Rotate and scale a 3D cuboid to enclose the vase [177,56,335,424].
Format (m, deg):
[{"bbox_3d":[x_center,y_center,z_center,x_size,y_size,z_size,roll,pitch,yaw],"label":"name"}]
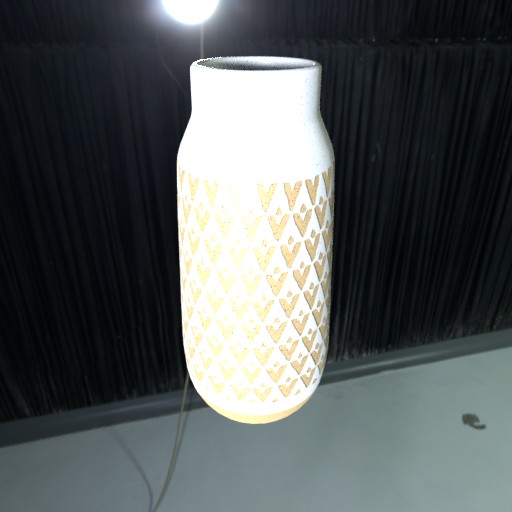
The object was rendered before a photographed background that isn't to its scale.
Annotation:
[{"bbox_3d":[0.000,0.000,0.381,0.137,0.307,0.137,0,30,0],"label":"vase"}]
